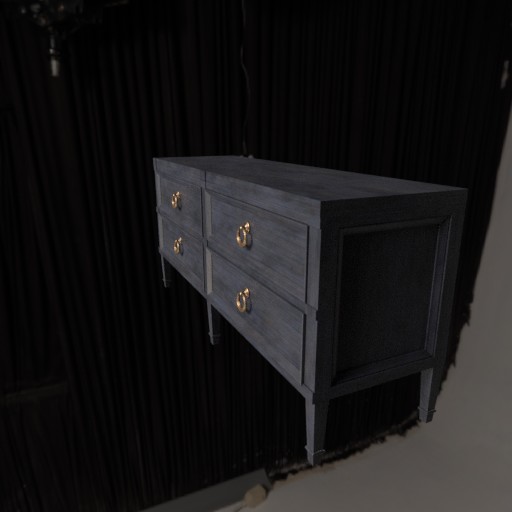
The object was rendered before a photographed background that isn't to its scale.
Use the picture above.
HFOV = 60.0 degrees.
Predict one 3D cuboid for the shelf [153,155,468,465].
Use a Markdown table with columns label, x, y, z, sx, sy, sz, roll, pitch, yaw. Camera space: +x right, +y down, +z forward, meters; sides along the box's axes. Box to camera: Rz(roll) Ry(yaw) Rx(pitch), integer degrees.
| label | x | y | z | sx | sy | sz | roll | pitch | yaw |
| --- | --- | --- | --- | --- | --- | --- | --- | --- | --- |
| shelf | 0.000 | 0.000 | 1.845 | 0.479 | 0.719 | 1.575 | -8 | 18 | -25 |
